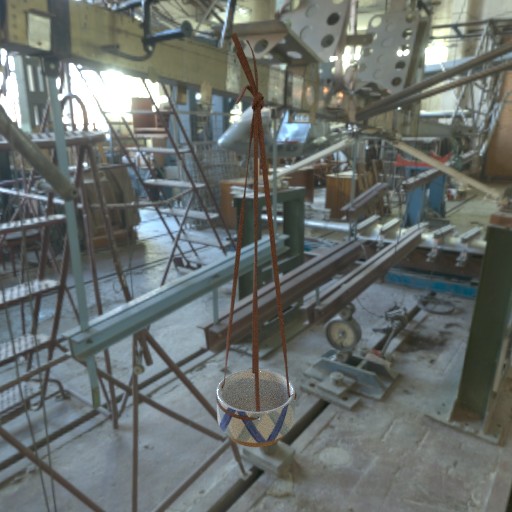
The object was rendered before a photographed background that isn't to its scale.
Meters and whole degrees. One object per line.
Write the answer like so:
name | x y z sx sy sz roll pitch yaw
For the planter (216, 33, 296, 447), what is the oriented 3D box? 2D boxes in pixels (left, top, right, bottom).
planter | 0.000 0.000 0.838 0.166 0.751 0.166 -3 16 -9
